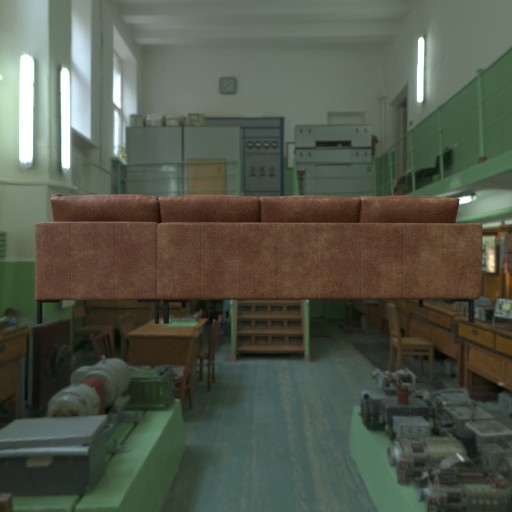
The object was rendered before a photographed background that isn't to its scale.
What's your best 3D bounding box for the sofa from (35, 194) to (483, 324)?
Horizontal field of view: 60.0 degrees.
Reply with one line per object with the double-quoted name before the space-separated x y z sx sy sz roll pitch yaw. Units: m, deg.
"sofa" 0.000 0.000 3.854 2.984 0.877 1.938 0 0 -1
